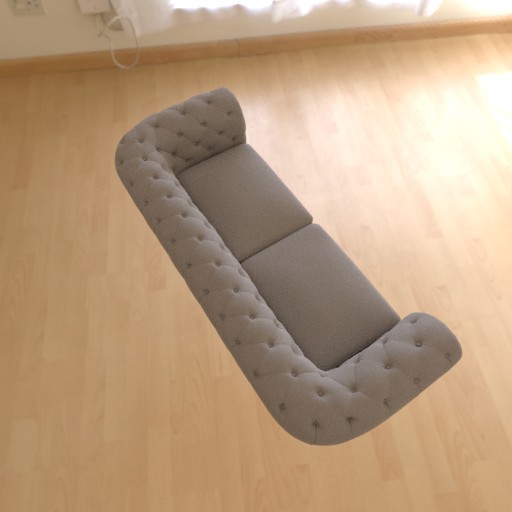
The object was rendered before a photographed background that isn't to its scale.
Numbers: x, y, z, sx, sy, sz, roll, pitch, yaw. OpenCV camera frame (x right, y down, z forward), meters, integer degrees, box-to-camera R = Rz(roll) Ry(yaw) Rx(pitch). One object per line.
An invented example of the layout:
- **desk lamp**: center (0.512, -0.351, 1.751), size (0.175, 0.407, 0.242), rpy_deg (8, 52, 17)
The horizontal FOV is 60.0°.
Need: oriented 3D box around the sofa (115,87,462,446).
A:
- **sofa**: center (0.000, 0.000, 2.823), size (0.991, 0.749, 2.411), rpy_deg (-29, 64, -16)
